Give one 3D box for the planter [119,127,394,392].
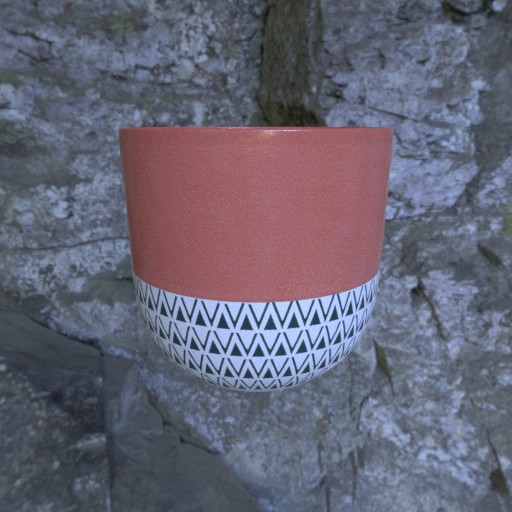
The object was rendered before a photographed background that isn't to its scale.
[{"bbox_3d":[0.000,0.000,0.484,0.266,0.270,0.266,0,16,0],"label":"planter"}]
